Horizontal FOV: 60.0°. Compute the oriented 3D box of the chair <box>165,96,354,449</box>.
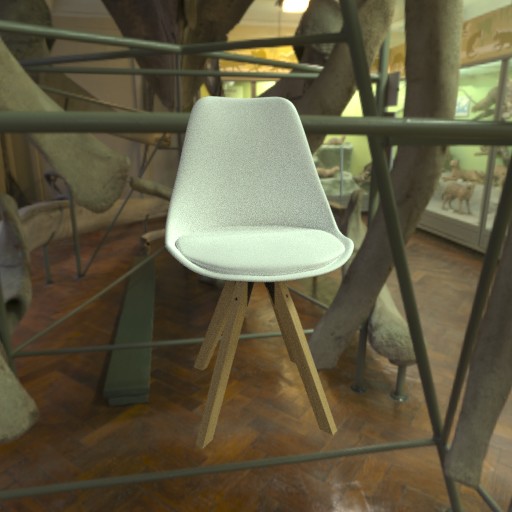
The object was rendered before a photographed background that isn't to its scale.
[{"bbox_3d":[0.000,0.000,1.212,0.485,0.849,0.550,-2,17,-8],"label":"chair"}]
